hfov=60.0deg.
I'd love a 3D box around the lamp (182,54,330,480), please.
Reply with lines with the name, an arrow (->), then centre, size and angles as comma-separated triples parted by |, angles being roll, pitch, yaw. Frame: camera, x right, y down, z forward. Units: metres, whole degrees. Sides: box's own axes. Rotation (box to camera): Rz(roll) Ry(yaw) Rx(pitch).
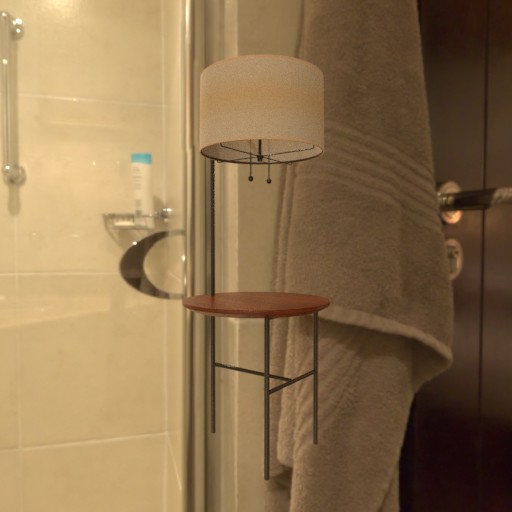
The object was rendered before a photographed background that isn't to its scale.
lamp -> 0.000, 0.000, 1.737 | 0.573, 1.517, 0.573 | 0, 2, 0
